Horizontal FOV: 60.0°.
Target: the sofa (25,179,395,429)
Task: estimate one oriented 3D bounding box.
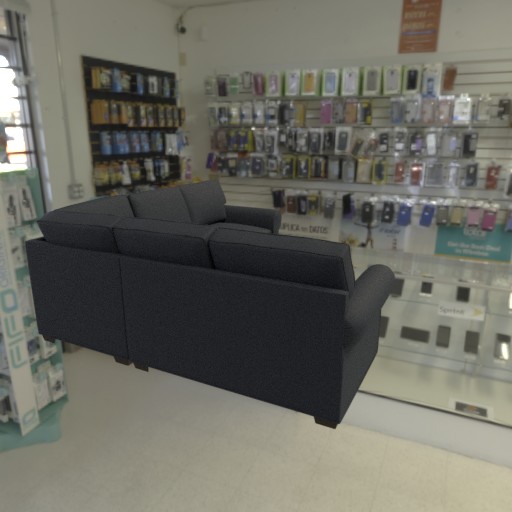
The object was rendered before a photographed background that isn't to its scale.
[{"bbox_3d":[0.000,0.000,3.851,2.487,1.042,2.562,8,18,26],"label":"sofa"}]
